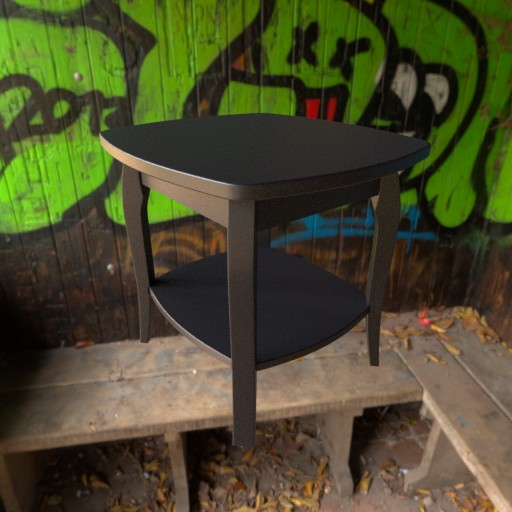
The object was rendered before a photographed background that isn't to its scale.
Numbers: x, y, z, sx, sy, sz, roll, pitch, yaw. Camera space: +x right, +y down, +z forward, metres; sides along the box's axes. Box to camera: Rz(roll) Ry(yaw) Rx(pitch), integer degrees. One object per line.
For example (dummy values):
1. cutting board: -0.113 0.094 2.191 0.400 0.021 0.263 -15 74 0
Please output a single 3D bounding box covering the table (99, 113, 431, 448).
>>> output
1. table: 0.000 0.000 0.862 0.457 0.457 0.508 -19 32 -34
